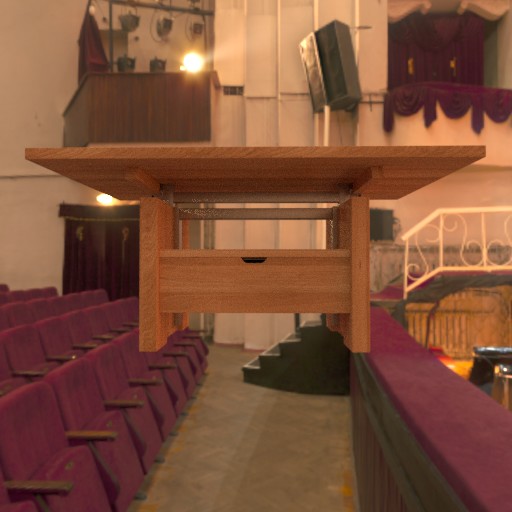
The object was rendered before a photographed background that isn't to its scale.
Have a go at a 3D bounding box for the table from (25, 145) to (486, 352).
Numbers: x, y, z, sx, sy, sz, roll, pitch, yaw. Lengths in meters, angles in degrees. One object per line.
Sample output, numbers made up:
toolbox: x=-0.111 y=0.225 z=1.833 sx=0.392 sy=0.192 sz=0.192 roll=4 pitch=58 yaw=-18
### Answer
table: x=0.000 y=0.000 z=1.402 sx=1.100 sy=0.510 sz=0.700 roll=0 pitch=-1 yaw=1
